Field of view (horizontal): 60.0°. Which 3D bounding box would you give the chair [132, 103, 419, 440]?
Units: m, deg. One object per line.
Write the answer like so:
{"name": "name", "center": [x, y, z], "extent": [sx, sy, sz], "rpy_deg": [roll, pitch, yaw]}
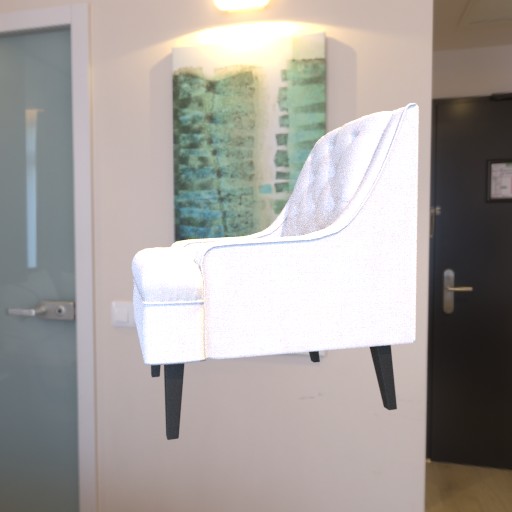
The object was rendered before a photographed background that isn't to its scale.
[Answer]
{"name": "chair", "center": [0.000, 0.000, 1.443], "extent": [0.772, 0.891, 0.658], "rpy_deg": [-1, 2, -17]}
